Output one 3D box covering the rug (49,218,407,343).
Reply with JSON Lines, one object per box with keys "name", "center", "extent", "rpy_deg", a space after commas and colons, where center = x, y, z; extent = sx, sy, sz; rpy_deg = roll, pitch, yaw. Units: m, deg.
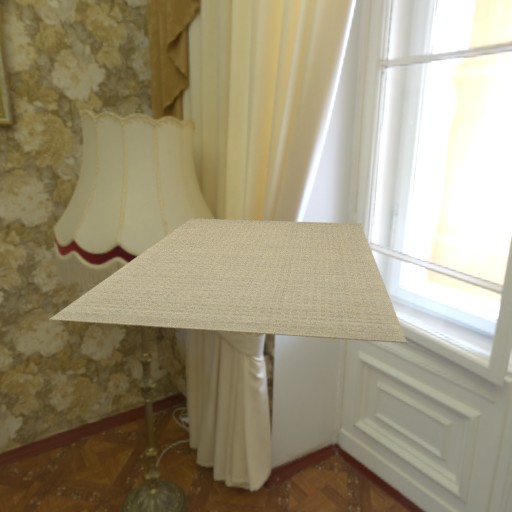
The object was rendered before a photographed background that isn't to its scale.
{"name": "rug", "center": [0.000, 0.000, 3.781], "extent": [1.981, 0.006, 2.895], "rpy_deg": [2, 17, 8]}
